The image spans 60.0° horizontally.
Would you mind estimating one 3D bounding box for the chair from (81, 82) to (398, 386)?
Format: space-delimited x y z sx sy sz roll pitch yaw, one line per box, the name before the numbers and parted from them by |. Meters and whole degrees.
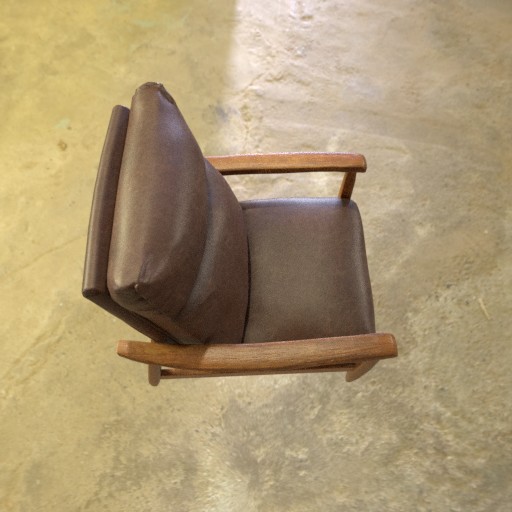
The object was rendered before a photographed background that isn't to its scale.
chair | 0.000 0.000 1.477 0.830 0.897 0.782 -1 63 -1
